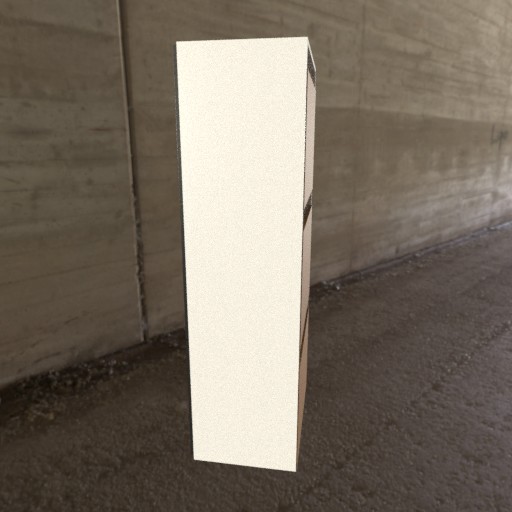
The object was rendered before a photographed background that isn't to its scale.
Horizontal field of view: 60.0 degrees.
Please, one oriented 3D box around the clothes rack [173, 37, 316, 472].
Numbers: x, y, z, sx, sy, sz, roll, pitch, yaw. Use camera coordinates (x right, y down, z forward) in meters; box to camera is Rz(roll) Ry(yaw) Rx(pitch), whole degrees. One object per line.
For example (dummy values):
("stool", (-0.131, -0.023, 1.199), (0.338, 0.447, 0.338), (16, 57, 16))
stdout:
("clothes rack", (0.000, 0.000, 1.435), (0.330, 1.187, 0.500), (2, 15, 9))
